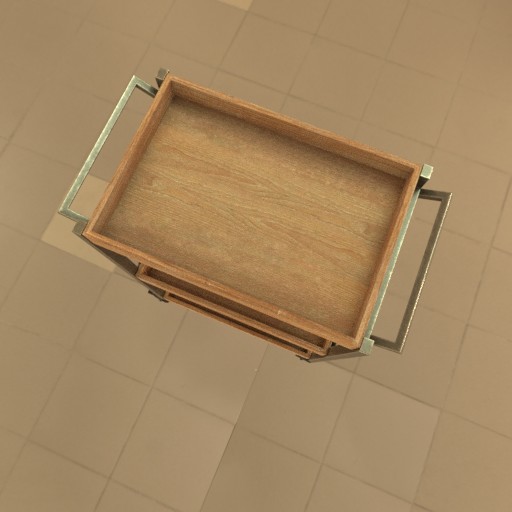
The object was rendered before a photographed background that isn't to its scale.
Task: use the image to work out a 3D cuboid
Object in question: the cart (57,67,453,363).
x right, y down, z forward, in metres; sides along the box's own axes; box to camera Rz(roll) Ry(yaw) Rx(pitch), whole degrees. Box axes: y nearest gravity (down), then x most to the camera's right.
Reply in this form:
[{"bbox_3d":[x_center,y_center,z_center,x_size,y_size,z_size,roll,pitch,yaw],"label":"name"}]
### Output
[{"bbox_3d":[0.000,0.000,1.207,0.673,0.835,0.377,22,77,5],"label":"cart"}]
